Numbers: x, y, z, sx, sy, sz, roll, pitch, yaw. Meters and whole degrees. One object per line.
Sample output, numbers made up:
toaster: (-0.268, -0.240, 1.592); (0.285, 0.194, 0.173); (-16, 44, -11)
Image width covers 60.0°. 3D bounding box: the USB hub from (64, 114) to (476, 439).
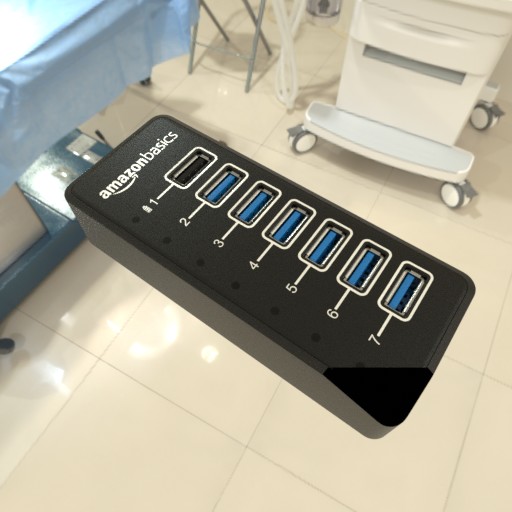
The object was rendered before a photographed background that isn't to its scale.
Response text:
USB hub: (0.000, 0.000, 0.129); (0.110, 0.023, 0.044); (32, 63, 18)
